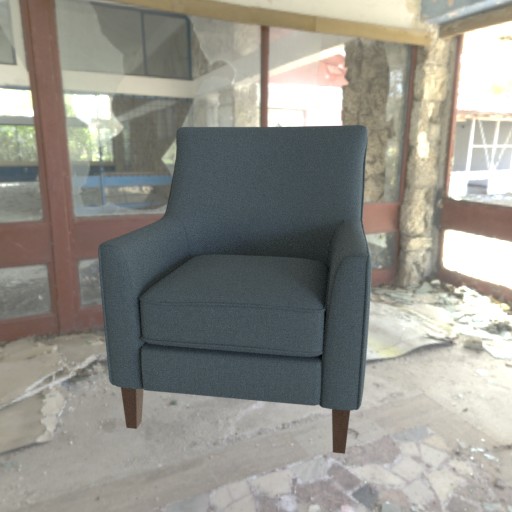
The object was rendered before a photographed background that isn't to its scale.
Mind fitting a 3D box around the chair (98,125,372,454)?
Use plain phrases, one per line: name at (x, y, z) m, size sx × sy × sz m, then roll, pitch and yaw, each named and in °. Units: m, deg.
chair at (0.000, 0.000, 1.571) m, size 0.756 × 0.916 × 0.879 m, roll 2°, pitch 13°, yaw 10°
